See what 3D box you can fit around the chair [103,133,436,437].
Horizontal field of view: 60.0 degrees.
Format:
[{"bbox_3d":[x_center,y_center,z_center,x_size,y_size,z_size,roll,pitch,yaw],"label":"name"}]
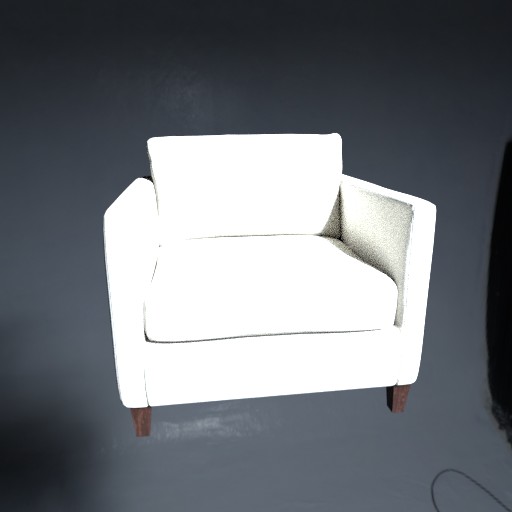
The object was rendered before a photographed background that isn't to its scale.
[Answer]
[{"bbox_3d":[0.000,0.000,1.741,0.996,0.919,0.959,-2,16,-8],"label":"chair"}]
